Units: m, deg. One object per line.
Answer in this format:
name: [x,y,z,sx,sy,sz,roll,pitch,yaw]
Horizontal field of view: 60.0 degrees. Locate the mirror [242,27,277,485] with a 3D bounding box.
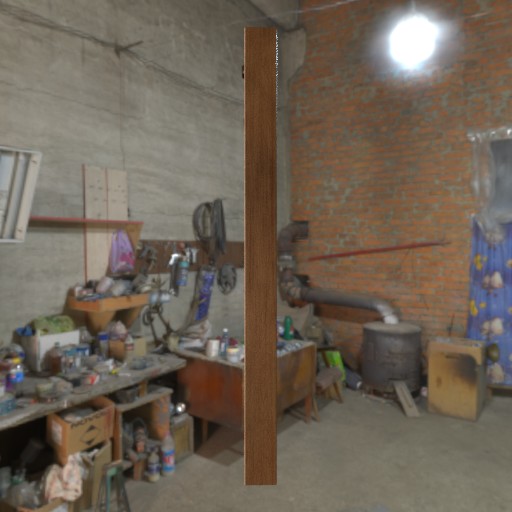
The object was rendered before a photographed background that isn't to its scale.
mirror: [0.000,0.000,0.695,0.041,0.509,0.406,0,0,-1]
